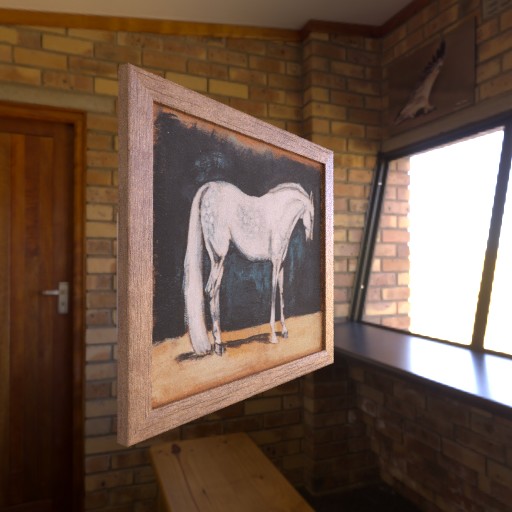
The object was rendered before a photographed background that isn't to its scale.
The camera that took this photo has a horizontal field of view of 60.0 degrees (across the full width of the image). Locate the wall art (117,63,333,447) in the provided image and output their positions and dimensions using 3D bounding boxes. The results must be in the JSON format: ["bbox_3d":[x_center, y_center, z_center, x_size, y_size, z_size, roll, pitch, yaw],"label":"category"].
[{"bbox_3d":[0.000,0.000,0.962,0.026,0.588,0.690,0,-1,37],"label":"wall art"}]
